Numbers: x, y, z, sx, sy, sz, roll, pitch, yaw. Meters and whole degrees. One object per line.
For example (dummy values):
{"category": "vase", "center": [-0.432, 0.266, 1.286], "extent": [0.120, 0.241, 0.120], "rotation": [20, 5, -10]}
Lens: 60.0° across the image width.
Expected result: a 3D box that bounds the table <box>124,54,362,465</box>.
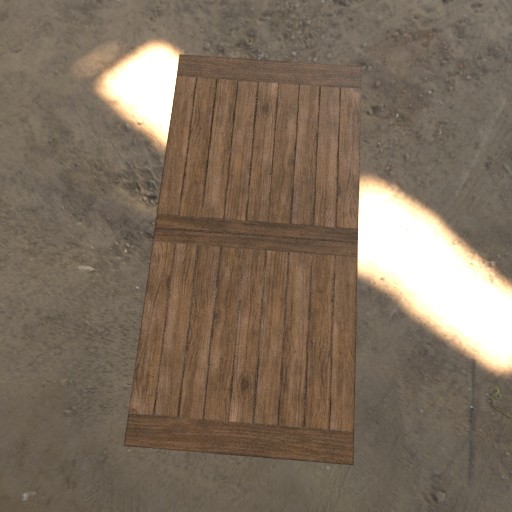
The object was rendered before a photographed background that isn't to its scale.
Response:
{"category": "table", "center": [0.000, 0.000, 2.388], "extent": [0.931, 0.757, 1.867], "rotation": [4, 75, 1]}
